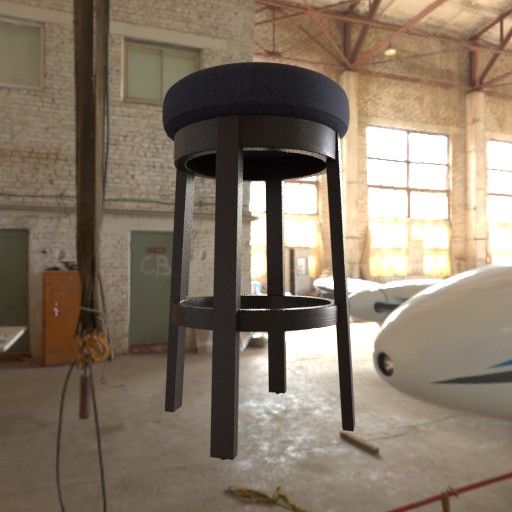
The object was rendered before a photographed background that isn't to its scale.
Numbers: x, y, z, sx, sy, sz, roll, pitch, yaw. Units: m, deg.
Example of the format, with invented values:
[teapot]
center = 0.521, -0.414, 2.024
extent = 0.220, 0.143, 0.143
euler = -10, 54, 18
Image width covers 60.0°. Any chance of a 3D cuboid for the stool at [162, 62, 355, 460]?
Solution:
[stool]
center = 0.000, 0.000, 1.030
extent = 0.446, 0.758, 0.446
euler = 0, -1, 0
